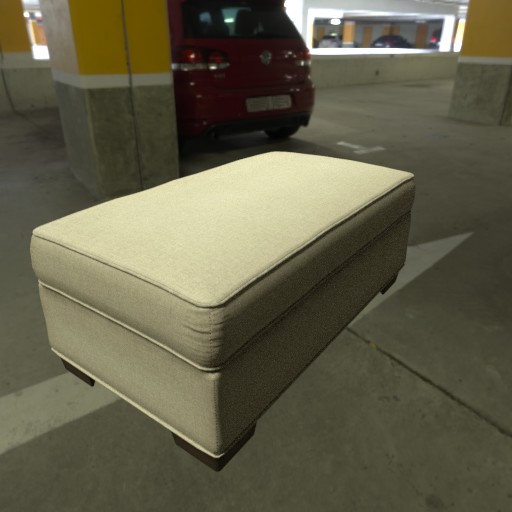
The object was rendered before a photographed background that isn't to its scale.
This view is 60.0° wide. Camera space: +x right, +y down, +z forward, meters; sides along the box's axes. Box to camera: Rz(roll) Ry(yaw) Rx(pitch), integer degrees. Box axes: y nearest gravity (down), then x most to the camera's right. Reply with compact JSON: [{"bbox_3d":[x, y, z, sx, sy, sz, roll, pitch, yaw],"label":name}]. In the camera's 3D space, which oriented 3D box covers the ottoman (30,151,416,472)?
[{"bbox_3d":[0.000,0.000,1.383,0.617,0.461,1.097,18,31,32],"label":"ottoman"}]
